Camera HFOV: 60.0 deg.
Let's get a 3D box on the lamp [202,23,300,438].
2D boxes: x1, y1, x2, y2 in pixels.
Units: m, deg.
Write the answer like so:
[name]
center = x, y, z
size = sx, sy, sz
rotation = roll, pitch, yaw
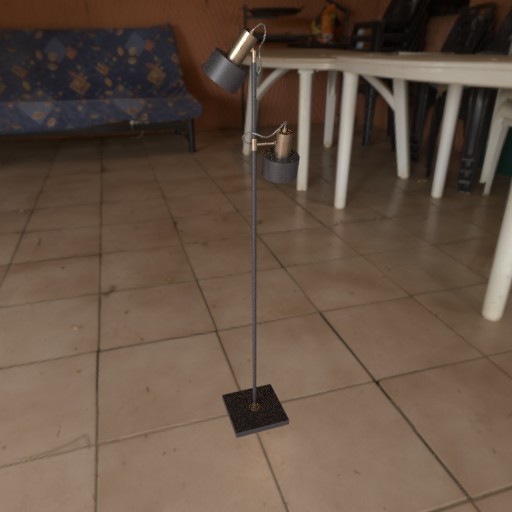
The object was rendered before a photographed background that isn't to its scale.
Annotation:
[lamp]
center = 0.000, 0.000, 1.616
size = 0.315, 1.505, 0.233
rotation = -8, 27, -16
